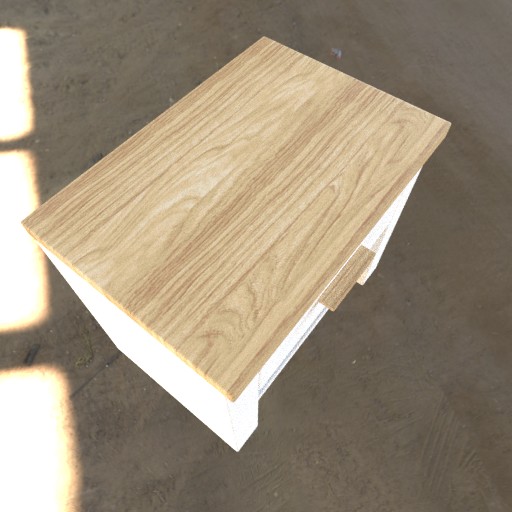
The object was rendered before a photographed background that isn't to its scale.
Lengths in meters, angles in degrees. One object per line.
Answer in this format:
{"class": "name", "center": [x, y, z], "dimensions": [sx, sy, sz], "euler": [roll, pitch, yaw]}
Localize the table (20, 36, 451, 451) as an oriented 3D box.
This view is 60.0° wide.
{"class": "table", "center": [0.000, 0.000, 0.785], "dimensions": [0.360, 0.440, 0.500], "euler": [34, 64, 19]}
